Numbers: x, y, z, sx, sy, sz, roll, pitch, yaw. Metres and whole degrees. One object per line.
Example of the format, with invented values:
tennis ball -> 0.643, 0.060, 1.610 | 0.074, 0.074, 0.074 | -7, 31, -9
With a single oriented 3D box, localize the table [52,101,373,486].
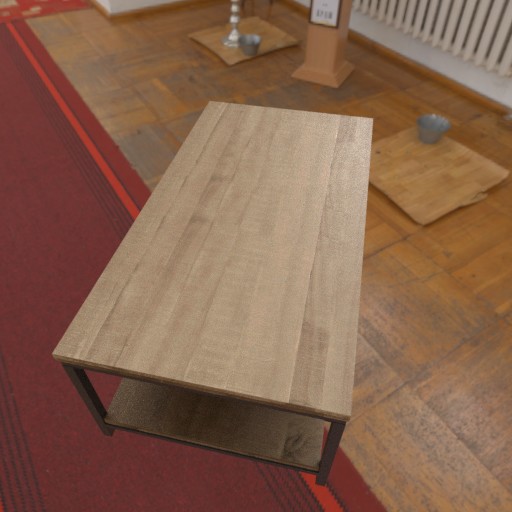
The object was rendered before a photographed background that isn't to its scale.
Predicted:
table -> 0.000, 0.000, 1.316 | 0.574, 0.393, 1.062 | 9, 46, 9
